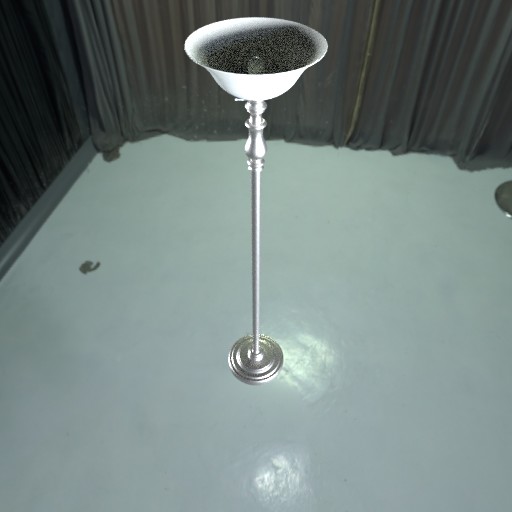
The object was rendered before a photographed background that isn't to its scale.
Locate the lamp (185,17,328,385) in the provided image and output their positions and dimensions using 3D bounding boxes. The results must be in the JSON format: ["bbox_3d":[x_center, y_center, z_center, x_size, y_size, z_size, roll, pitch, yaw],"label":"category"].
[{"bbox_3d":[0.000,0.000,1.907,0.405,1.771,0.405,4,47,4],"label":"lamp"}]
